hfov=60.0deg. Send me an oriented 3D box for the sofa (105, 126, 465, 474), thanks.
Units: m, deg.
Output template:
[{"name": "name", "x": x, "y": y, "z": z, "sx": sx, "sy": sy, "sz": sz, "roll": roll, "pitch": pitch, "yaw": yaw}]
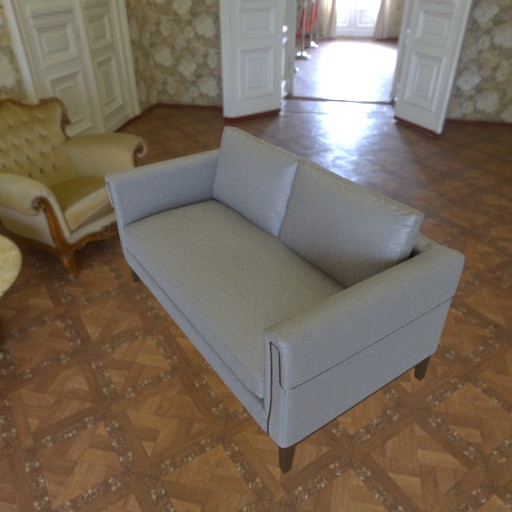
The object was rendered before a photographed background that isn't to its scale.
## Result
[{"name": "sofa", "x": 0.000, "y": 0.000, "z": 2.166, "sx": 0.899, "sy": 0.873, "sz": 1.598, "roll": -21, "pitch": 38, "yaw": -29}]
